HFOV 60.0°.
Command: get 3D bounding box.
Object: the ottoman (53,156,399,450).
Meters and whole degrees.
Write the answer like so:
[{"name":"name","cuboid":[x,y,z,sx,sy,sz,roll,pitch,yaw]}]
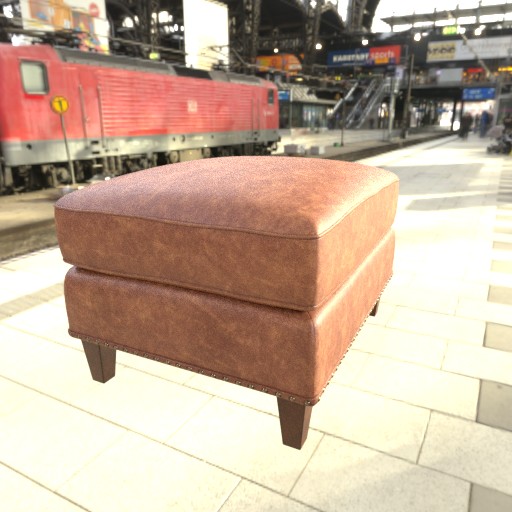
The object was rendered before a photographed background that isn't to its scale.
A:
[{"name":"ottoman","cuboid":[0.000,0.000,1.132,0.586,0.486,0.742,8,19,25]}]
